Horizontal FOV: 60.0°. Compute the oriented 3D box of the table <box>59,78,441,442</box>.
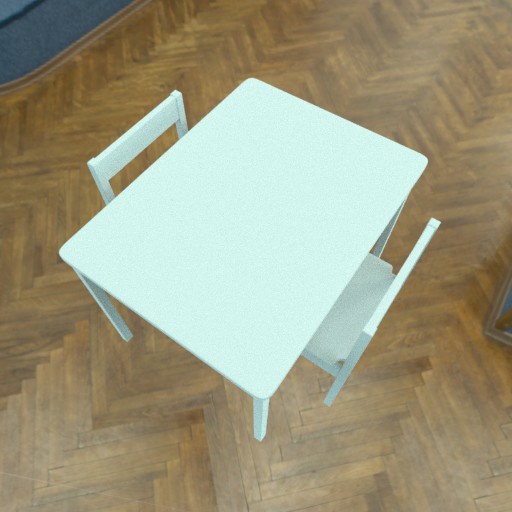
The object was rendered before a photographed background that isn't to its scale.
[{"bbox_3d":[0.000,0.000,1.104,0.672,0.503,0.650,31,64,17],"label":"table"}]
